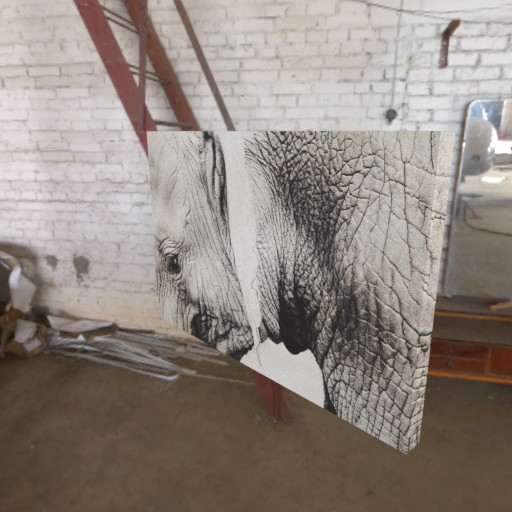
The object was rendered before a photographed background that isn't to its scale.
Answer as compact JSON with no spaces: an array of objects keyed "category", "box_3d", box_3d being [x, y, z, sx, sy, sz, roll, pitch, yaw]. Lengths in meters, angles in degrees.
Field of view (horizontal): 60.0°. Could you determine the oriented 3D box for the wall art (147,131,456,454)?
[{"category":"wall art","box_3d":[0.000,0.000,0.751,0.035,0.407,0.613,-14,21,-41]}]
